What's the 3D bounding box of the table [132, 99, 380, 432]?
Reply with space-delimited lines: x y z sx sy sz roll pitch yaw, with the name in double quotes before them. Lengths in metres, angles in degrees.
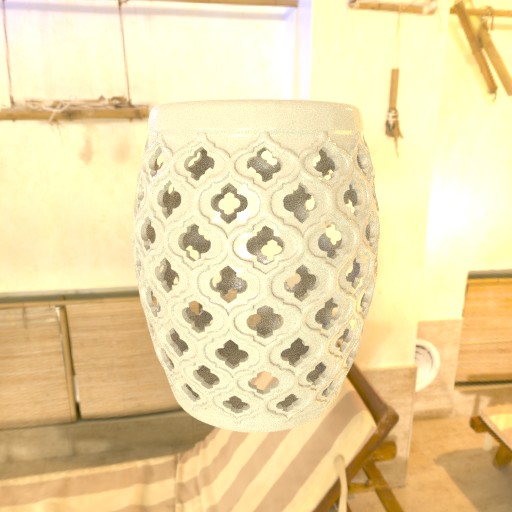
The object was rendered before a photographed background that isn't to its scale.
"table" 0.000 0.000 0.609 0.325 0.388 0.325 0 15 0
